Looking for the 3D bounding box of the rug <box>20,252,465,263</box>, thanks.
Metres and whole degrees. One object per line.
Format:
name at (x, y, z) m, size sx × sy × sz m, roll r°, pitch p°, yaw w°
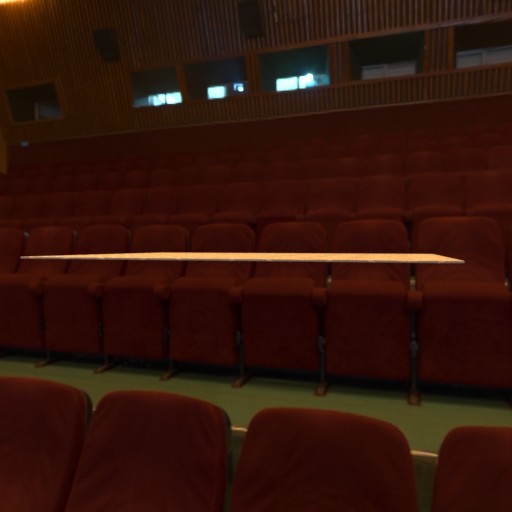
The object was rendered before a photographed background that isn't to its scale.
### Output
rug at (0.000, 0.000, 2.645) m, size 2.080 × 0.010 × 1.451 m, roll 0°, pitch 1°, yaw 17°
